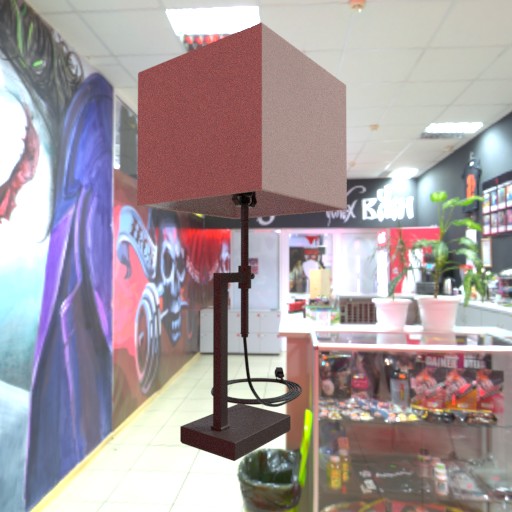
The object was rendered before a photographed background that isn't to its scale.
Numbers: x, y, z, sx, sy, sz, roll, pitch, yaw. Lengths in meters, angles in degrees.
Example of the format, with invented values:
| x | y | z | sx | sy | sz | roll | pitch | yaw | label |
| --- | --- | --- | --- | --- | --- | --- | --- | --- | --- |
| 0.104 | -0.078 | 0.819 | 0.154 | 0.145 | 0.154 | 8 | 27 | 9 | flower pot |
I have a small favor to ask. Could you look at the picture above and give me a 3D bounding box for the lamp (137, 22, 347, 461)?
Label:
| x | y | z | sx | sy | sz | roll | pitch | yaw | label |
| --- | --- | --- | --- | --- | --- | --- | --- | --- | --- |
| 0.000 | 0.000 | 0.952 | 0.399 | 0.660 | 0.504 | -1 | -2 | 37 | lamp |
